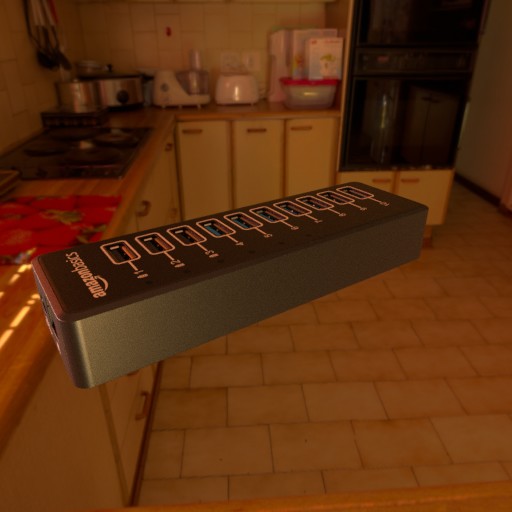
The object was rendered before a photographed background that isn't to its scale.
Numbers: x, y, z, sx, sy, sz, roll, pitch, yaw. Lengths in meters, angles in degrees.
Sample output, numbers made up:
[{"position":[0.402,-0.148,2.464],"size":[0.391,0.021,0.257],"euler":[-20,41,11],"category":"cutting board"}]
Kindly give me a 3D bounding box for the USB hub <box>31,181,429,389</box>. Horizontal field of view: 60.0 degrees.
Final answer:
[{"position":[0.000,0.000,0.165],"size":[0.145,0.023,0.044],"euler":[-17,31,-30],"category":"USB hub"}]
